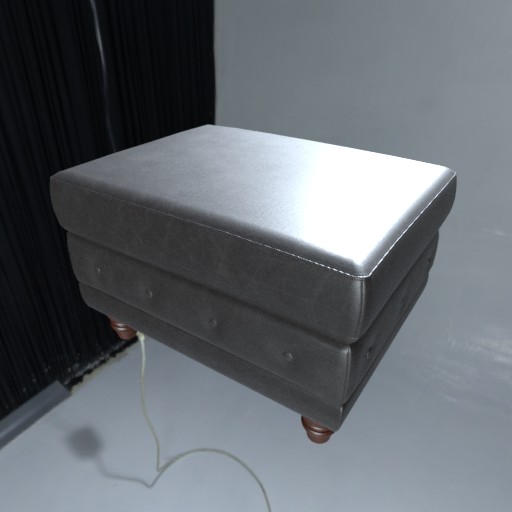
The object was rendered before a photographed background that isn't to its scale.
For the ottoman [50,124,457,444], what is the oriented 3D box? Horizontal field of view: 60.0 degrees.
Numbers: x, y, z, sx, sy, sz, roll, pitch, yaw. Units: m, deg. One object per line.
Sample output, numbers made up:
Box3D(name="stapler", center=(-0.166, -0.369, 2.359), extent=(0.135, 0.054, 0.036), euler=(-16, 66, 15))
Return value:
Box3D(name="ottoman", center=(0.000, 0.000, 1.147), extent=(0.795, 0.498, 0.590), euler=(19, 35, 29))
